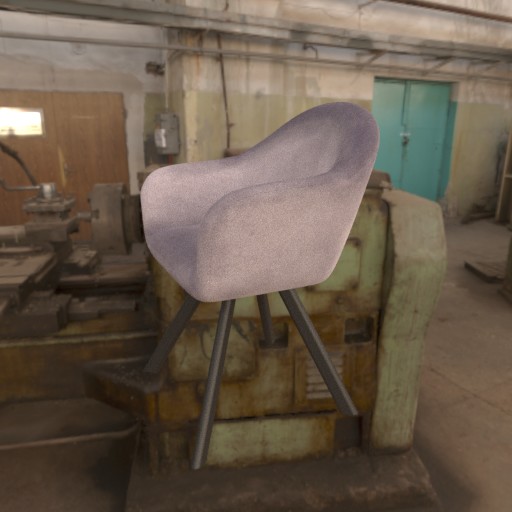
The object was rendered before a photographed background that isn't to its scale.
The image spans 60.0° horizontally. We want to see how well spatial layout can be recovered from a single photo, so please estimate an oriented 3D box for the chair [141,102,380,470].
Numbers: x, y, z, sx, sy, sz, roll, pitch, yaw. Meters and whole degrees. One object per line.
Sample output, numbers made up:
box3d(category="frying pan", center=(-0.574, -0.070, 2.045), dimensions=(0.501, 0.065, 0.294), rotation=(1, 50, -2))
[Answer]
box3d(category="chair", center=(0.000, 0.000, 1.170), dimensions=(0.540, 0.780, 0.570), rotation=(-8, 18, -25))
